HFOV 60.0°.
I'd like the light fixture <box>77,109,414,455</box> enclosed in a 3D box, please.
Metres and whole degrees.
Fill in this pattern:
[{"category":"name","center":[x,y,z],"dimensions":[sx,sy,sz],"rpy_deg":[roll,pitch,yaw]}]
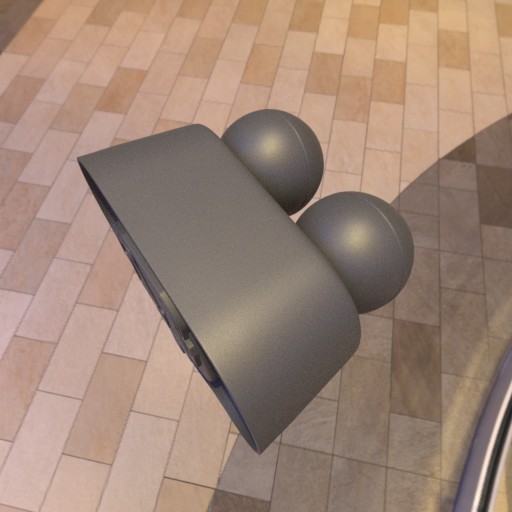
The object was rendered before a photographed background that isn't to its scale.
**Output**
[{"category":"light fixture","center":[0.000,0.000,0.328],"dimensions":[0.159,0.159,0.229],"rpy_deg":[-31,64,-17]}]
